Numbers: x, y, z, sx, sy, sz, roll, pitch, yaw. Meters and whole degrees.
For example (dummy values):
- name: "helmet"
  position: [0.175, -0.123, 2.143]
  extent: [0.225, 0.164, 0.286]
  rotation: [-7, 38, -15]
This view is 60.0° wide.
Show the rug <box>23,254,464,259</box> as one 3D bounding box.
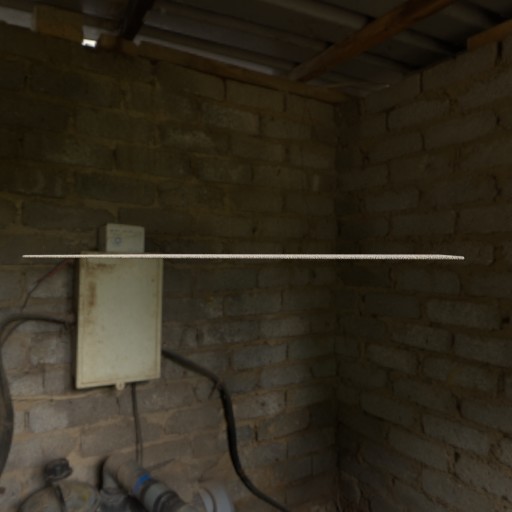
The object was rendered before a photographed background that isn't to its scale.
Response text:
- name: "rug"
  position: [0.000, 0.000, 2.284]
  extent: [1.829, 0.010, 1.219]
  rotation: [0, 0, 19]
